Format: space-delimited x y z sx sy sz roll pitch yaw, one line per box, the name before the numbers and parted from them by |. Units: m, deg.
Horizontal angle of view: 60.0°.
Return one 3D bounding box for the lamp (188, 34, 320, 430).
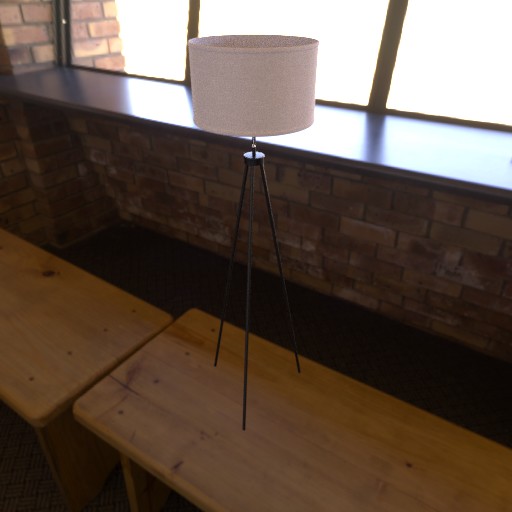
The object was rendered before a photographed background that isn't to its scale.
lamp | 0.000 0.000 1.761 0.448 1.545 0.458 1 31 2
